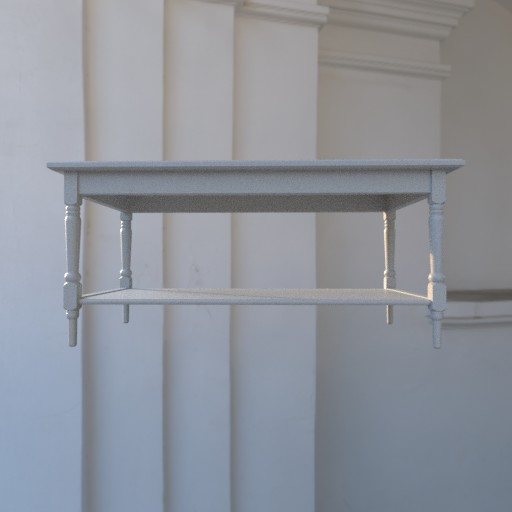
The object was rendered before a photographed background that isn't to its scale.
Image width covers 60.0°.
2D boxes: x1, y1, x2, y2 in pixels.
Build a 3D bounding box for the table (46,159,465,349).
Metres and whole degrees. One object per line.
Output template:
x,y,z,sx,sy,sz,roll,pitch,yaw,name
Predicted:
0.000,0.000,1.445,1.109,0.506,0.551,0,-1,1,table
